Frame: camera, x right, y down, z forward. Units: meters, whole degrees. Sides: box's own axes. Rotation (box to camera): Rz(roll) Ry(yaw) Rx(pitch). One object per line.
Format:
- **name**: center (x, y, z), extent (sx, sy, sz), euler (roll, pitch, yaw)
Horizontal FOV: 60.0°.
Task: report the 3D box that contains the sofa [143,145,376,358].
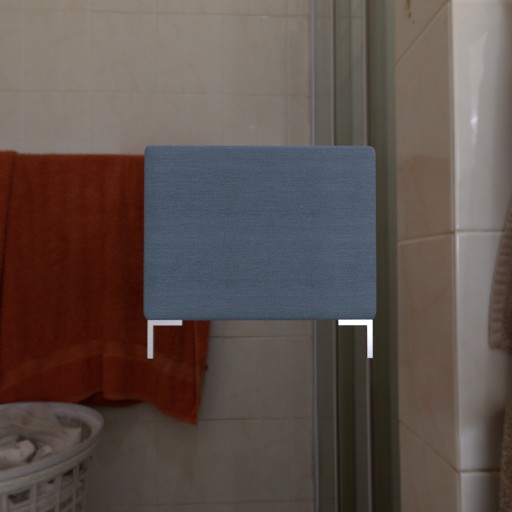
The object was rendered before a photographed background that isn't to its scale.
- **sofa**: center (0.000, 0.000, 2.273), extent (0.686, 0.635, 1.981), euler (0, -1, -1)
